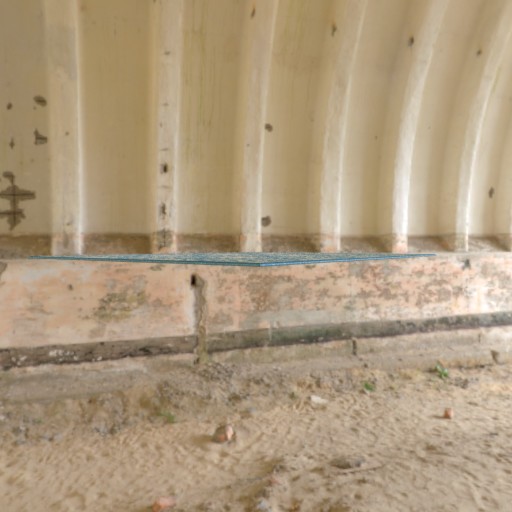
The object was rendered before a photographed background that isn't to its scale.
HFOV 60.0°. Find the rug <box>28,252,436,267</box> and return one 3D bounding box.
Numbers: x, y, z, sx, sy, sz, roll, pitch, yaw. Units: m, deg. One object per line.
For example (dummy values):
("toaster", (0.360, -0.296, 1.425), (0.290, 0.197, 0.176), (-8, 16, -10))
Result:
("rug", (0.000, 0.000, 4.011), (2.350, 0.018, 2.964), (1, 2, 38))
